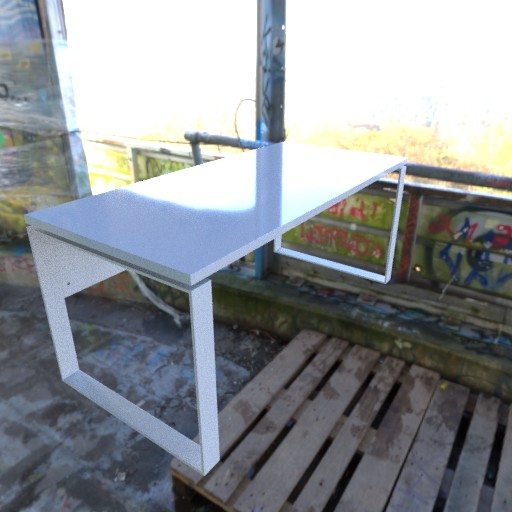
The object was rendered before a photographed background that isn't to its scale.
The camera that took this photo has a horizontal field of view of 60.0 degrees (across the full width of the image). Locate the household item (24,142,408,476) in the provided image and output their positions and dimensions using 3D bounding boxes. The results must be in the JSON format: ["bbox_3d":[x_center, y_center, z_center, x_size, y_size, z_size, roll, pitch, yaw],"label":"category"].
[{"bbox_3d":[0.000,0.000,2.136,0.800,0.745,1.700,17,30,32],"label":"household item"}]
